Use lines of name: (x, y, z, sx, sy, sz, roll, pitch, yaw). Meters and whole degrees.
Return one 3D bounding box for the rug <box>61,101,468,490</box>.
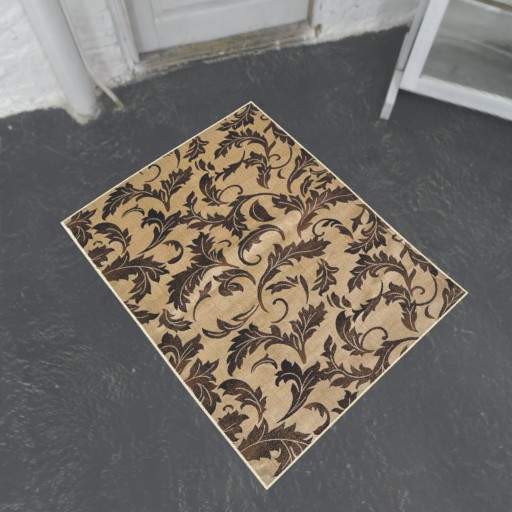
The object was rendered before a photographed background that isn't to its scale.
rug: (0.000, 0.000, 4.055, 2.380, 0.008, 2.977, -38, 70, -16)
